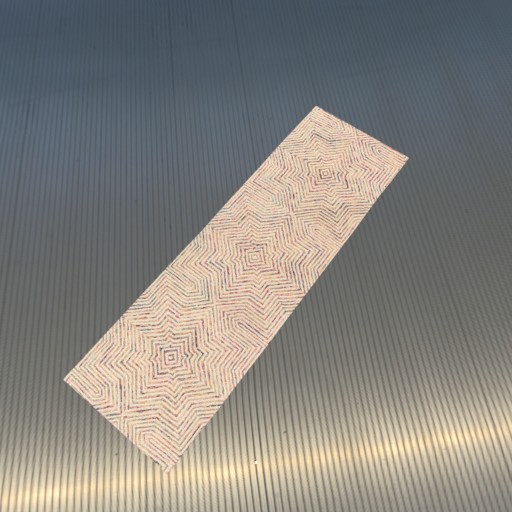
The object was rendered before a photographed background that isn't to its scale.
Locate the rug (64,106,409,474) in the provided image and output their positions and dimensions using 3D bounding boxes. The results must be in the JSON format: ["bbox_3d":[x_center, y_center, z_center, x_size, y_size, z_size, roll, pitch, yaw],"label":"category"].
[{"bbox_3d":[0.000,0.000,2.712,0.771,0.009,2.443,35,70,15],"label":"rug"}]
